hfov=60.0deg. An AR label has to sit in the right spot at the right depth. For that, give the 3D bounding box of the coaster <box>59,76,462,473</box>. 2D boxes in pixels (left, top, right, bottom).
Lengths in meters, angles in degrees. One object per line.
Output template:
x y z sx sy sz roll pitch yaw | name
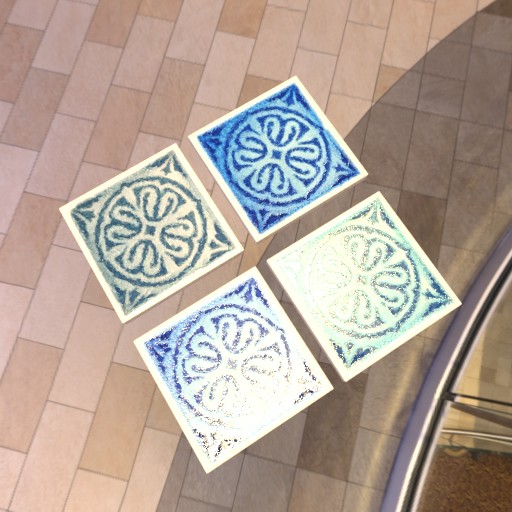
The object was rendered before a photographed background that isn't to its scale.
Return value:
0.000 0.000 0.331 0.214 0.010 0.219 -31 79 -7 | coaster
